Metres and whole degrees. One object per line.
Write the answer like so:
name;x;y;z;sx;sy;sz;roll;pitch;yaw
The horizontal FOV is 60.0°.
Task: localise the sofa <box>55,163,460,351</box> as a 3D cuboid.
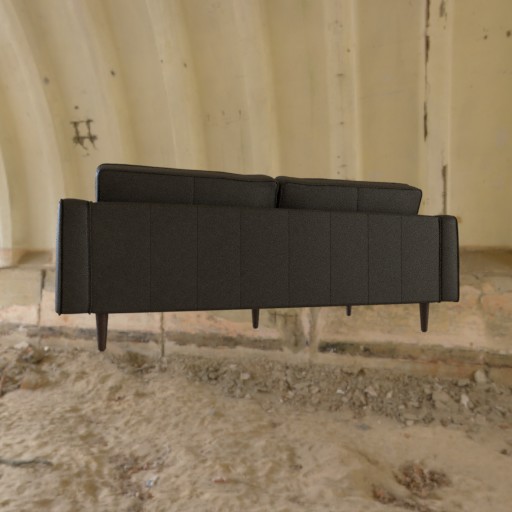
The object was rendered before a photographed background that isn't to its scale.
sofa;0.000;0.000;2.348;1.879;0.770;0.921;0;-1;-18
